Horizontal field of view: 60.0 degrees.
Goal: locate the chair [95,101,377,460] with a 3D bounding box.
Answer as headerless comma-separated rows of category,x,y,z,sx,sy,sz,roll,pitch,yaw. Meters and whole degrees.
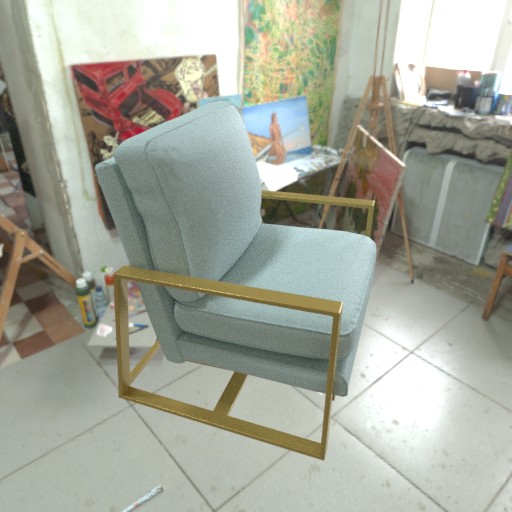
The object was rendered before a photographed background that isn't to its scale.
chair,0.000,0.000,1.586,0.813,0.956,0.758,10,32,17
